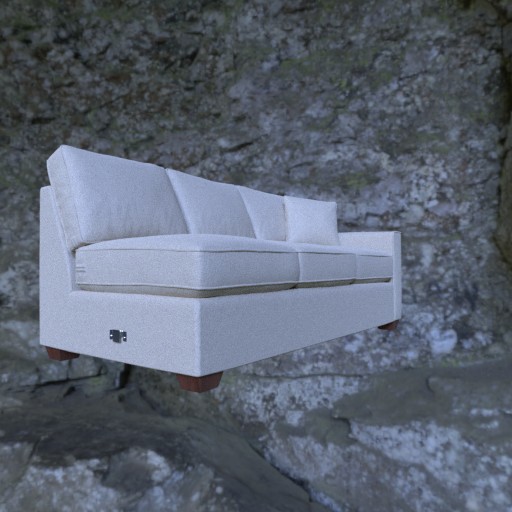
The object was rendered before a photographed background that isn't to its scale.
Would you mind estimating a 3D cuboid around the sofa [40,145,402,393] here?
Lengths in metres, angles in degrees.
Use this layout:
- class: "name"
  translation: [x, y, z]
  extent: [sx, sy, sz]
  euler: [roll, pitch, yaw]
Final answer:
- class: "sofa"
  translation: [0.000, 0.000, 2.468]
  extent: [1.034, 0.946, 1.963]
  euler: [-1, -2, 37]
